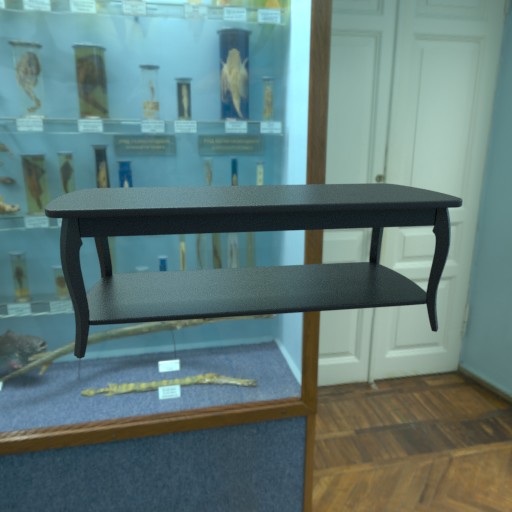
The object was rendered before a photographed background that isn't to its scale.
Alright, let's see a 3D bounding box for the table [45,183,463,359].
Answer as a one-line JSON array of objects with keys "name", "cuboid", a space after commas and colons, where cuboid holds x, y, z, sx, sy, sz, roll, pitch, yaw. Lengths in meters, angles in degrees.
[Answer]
[{"name": "table", "cuboid": [0.000, 0.000, 1.625, 1.333, 0.457, 0.571, -2, 15, -9]}]
